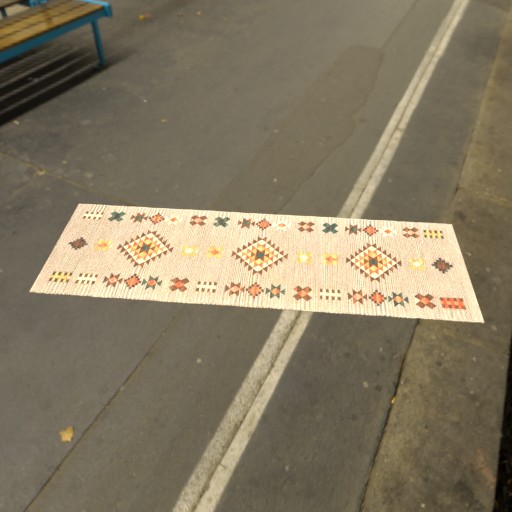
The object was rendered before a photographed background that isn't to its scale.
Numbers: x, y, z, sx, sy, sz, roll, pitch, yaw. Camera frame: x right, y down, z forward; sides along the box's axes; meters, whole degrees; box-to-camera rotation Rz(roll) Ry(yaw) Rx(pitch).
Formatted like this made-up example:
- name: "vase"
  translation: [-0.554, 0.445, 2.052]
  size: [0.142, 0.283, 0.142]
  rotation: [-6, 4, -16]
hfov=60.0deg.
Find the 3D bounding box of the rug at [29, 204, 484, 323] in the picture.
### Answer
- name: "rug"
  translation: [0.000, 0.000, 2.623]
  size: [2.432, 0.008, 0.766]
  rotation: [3, 46, 3]
